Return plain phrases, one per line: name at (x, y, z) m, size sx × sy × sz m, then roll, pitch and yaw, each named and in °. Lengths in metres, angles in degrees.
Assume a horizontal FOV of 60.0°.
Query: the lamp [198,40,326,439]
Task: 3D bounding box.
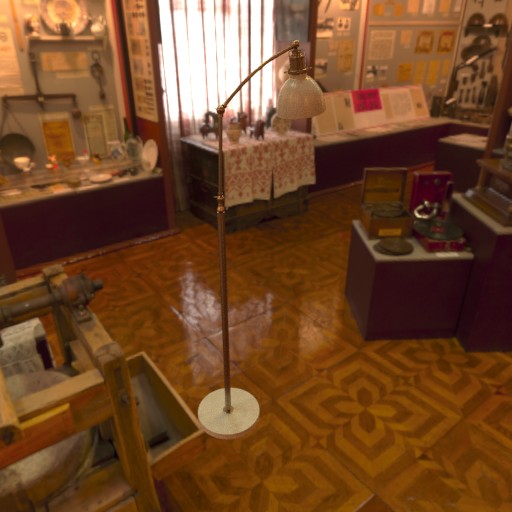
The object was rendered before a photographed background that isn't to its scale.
lamp at (0.000, 0.000, 1.814) m, size 0.599 × 1.586 × 0.288 m, roll -18°, pitch 32°, yaw -31°
